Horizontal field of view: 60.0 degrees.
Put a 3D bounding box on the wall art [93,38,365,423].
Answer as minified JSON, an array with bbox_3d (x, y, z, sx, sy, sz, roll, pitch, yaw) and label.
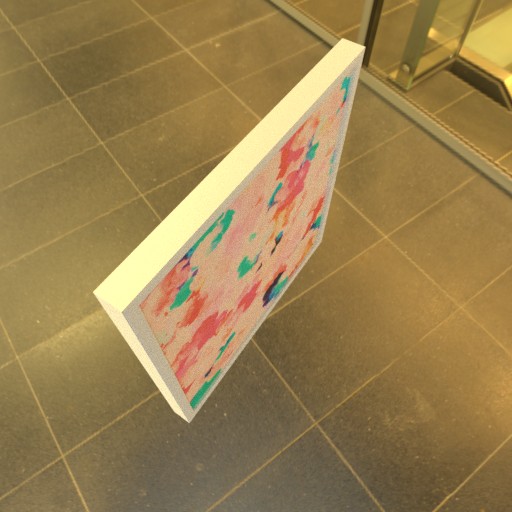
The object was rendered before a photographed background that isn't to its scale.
[{"bbox_3d":[0.000,0.000,0.750,0.038,0.505,0.506,30,63,17],"label":"wall art"}]
